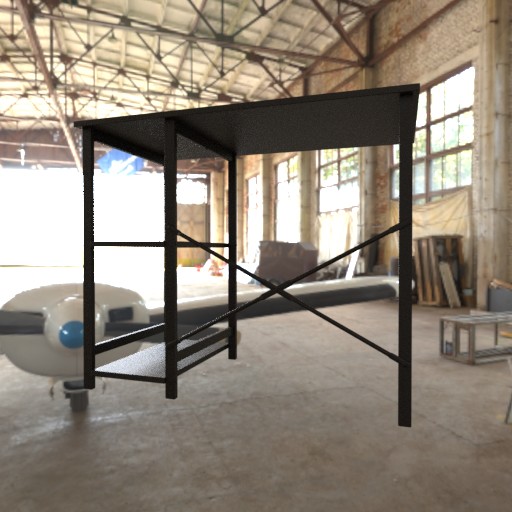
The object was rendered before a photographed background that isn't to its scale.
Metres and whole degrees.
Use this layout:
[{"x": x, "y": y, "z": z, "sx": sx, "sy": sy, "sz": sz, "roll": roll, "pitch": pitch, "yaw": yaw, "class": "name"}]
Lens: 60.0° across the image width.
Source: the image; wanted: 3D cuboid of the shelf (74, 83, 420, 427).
[{"x": 0.000, "y": 0.000, "z": 1.328, "sx": 0.902, "sy": 0.749, "sz": 0.498, "roll": 0, "pitch": 1, "yaw": 18, "class": "shelf"}]
